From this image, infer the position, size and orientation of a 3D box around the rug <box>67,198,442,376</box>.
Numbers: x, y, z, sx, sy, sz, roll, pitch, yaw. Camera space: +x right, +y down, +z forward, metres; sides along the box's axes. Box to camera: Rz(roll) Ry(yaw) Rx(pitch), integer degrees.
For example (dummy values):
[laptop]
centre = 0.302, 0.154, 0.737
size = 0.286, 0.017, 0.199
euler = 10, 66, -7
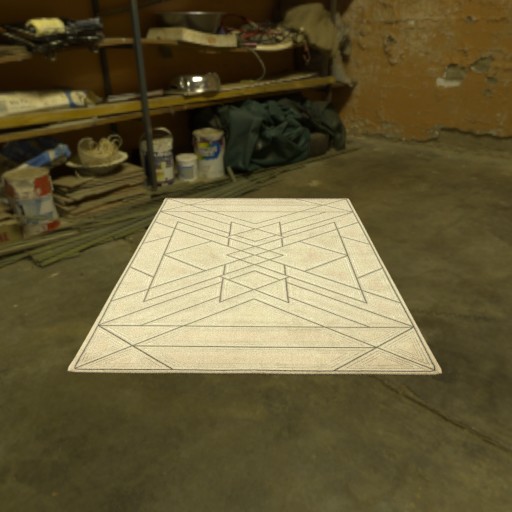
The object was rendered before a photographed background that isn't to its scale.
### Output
[rug]
centre = 0.000, 0.000, 4.360
size = 2.436, 0.026, 3.381
euler = 0, 27, 0
